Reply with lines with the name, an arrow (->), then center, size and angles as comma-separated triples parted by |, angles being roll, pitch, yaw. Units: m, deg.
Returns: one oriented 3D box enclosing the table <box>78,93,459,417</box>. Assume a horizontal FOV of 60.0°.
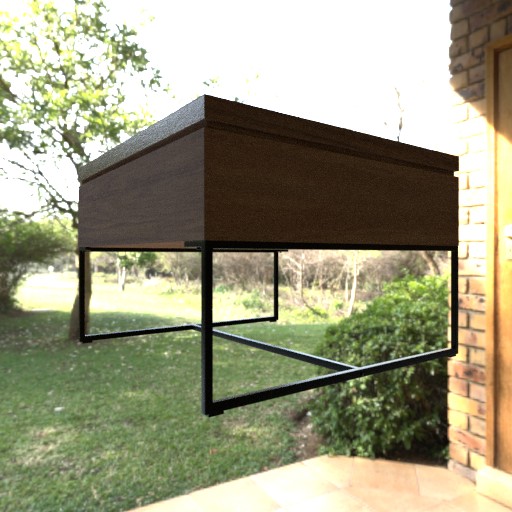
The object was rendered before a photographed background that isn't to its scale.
table -> 0.000, 0.000, 1.103 | 0.676, 0.464, 0.679 | 0, 0, -36
